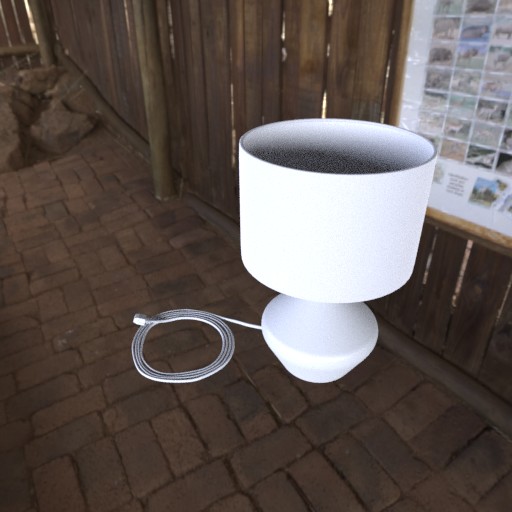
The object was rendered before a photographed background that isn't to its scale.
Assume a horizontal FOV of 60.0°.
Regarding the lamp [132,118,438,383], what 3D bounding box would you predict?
[{"bbox_3d":[0.000,0.000,0.842,0.546,0.457,0.401,20,36,30],"label":"lamp"}]
